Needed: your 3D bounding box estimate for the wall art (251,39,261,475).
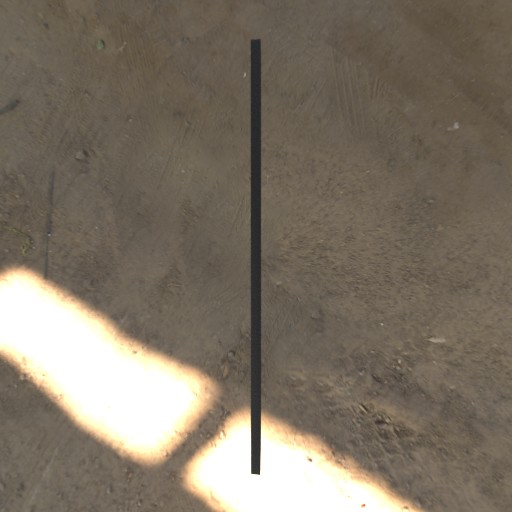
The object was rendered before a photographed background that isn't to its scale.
[{"bbox_3d":[0.000,0.000,1.000,0.016,0.659,0.663,0,91,0],"label":"wall art"}]
